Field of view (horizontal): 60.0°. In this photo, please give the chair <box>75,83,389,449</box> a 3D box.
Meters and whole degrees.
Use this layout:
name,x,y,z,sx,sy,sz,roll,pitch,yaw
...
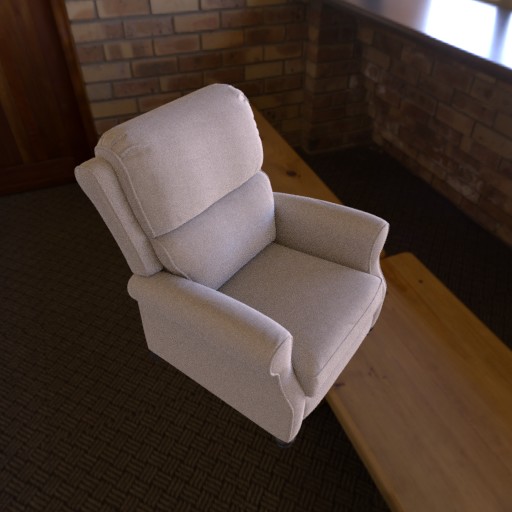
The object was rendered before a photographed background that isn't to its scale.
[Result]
name,x,y,z,sx,sy,sz,roll,pitch,yaw
chair,0.000,0.000,1.752,0.919,1.046,0.859,26,47,27
